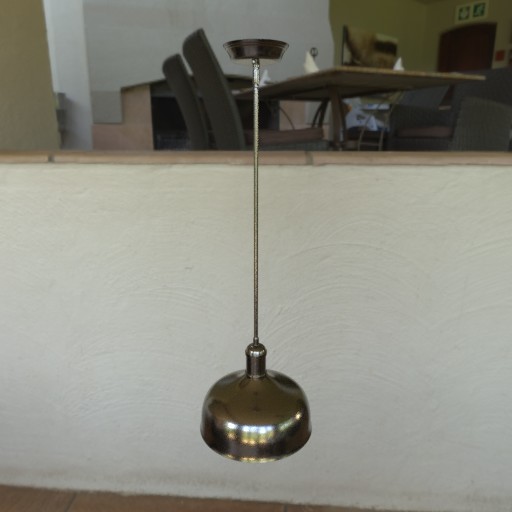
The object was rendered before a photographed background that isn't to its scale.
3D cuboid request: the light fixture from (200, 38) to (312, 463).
[{"bbox_3d":[0.000,0.000,1.073,0.299,0.935,0.299,2,15,8],"label":"light fixture"}]
